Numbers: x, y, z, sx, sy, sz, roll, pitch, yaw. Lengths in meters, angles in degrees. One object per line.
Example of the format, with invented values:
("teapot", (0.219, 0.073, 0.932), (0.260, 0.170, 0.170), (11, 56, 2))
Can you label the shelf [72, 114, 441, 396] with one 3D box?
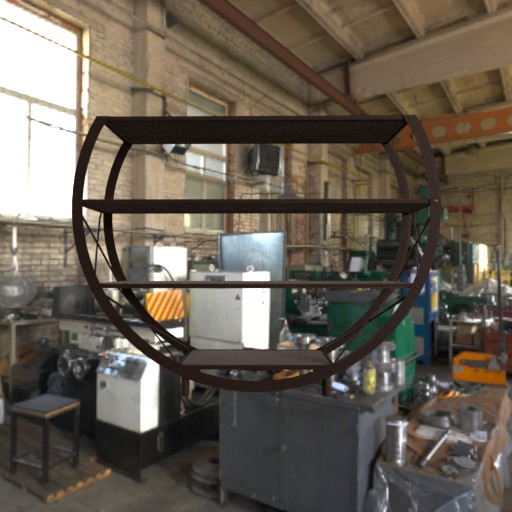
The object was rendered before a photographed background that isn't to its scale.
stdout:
("shelf", (0.000, 0.000, 1.844), (1.403, 1.063, 0.344), (0, -1, 1))
